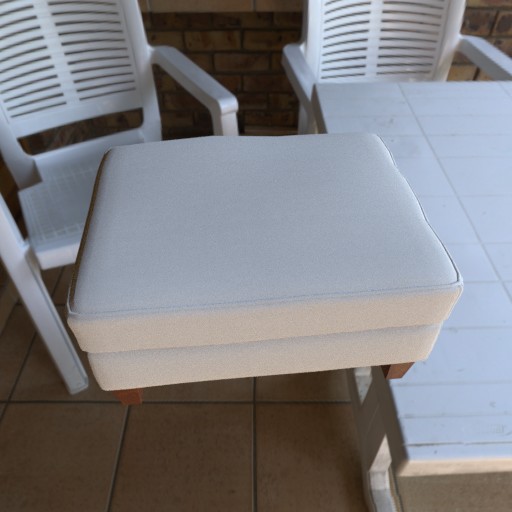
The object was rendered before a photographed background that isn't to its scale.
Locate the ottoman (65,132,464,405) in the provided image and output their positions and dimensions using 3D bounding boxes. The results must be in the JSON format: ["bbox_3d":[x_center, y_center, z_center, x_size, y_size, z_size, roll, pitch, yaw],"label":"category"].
[{"bbox_3d":[0.000,0.000,1.211,0.818,0.479,0.634,-4,46,-4],"label":"ottoman"}]
